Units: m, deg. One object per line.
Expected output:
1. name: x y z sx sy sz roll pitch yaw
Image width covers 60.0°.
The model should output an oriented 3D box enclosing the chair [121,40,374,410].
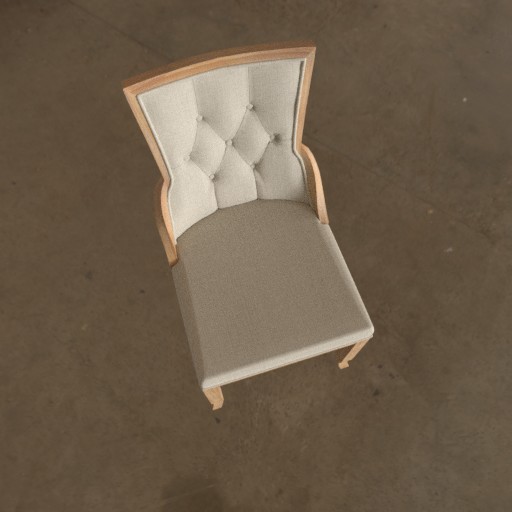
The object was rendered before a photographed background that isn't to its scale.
1. chair: 0.000 0.000 1.325 0.524 0.947 0.641 -16 65 -7
